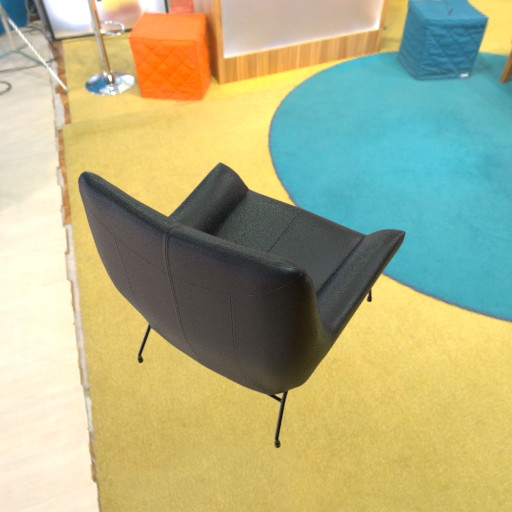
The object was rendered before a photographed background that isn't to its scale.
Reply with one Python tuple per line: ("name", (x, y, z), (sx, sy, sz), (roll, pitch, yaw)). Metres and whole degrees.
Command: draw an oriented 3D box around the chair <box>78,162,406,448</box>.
("chair", (0.000, 0.000, 1.569), (0.836, 0.922, 0.826), (24, 52, 21))
